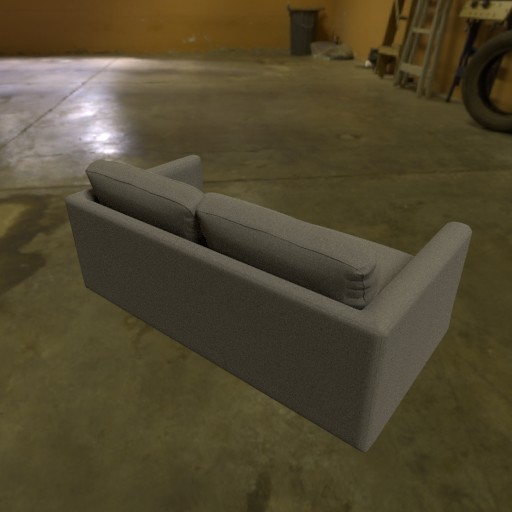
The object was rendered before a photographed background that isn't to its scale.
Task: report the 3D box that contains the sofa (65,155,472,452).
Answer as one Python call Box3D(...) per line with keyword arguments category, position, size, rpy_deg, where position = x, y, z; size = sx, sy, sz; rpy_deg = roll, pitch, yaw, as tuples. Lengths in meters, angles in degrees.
Box3D(category="sofa", position=(0.000, 0.000, 2.169), size=(1.713, 0.866, 0.940), rpy_deg=(22, 37, 33))
